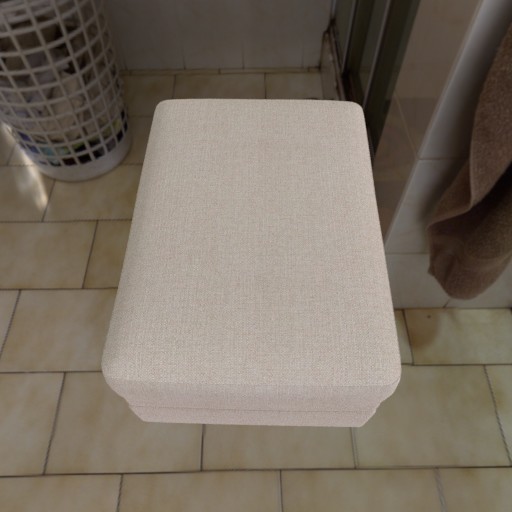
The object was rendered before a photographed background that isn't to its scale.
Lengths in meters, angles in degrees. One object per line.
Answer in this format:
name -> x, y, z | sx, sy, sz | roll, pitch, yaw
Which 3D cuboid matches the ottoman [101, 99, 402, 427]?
ottoman -> 0.000, 0.000, 1.271 | 0.637, 0.478, 0.885 | 1, 58, 1
